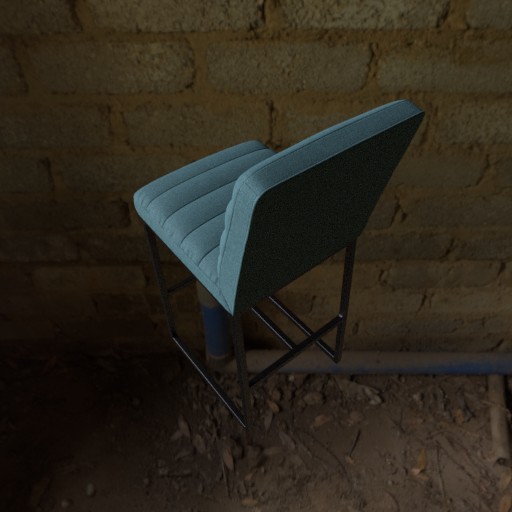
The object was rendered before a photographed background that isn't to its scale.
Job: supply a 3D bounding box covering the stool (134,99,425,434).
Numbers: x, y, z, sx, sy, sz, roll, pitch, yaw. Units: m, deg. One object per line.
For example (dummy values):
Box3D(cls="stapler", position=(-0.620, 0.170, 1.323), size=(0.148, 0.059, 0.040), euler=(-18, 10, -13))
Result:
Box3D(cls="stool", position=(0.000, 0.000, 1.312), size=(0.460, 1.040, 0.560), euler=(-30, 53, -26))
